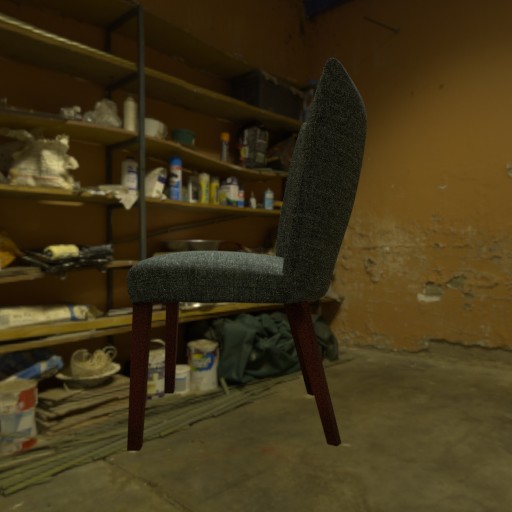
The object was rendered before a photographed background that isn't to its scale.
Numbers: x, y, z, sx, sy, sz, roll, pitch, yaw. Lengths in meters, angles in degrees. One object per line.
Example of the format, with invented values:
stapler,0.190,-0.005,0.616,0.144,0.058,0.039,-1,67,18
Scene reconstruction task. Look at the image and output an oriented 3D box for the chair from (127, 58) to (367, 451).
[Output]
chair,0.000,0.000,1.286,0.623,0.924,0.535,0,0,0
